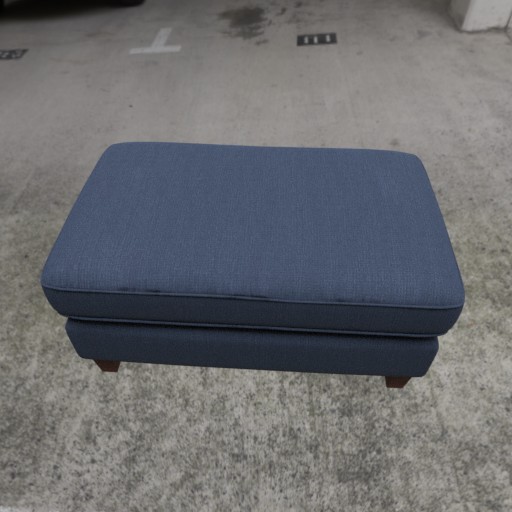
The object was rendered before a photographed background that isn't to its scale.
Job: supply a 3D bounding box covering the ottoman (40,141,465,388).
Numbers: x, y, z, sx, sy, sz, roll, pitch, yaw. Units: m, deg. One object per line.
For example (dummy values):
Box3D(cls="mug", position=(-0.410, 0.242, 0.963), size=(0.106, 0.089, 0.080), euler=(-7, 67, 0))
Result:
Box3D(cls="ottoman", position=(0.000, 0.000, 1.192), size=(0.885, 0.438, 0.570), euler=(3, 47, 2))
